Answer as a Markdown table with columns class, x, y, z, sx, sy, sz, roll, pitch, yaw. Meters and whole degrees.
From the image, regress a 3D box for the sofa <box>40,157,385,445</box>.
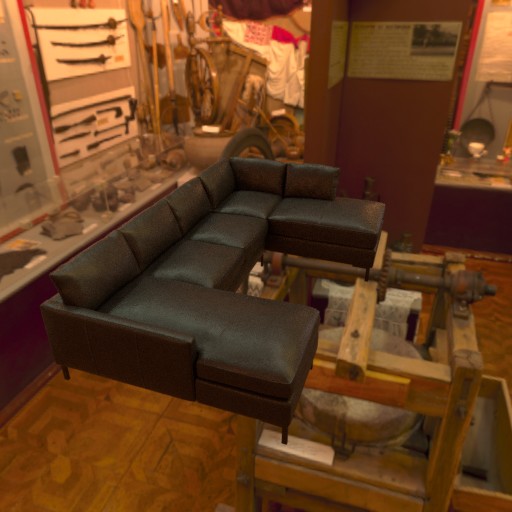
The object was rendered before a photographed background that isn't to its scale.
| class | x | y | z | sx | sy | sz | roll | pitch | yaw |
| --- | --- | --- | --- | --- | --- | --- | --- | --- | --- |
| sofa | 0.000 | 0.000 | 3.877 | 1.939 | 0.900 | 2.956 | 10 | 30 | 17 |
